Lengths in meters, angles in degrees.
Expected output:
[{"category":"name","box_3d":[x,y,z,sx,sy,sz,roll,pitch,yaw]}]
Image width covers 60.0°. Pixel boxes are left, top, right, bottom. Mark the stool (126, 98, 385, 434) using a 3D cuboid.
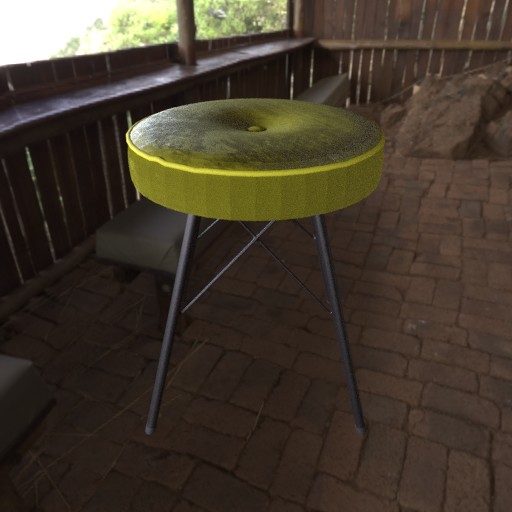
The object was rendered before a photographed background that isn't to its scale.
[{"category":"stool","box_3d":[0.000,0.000,0.836,0.409,0.508,0.409,0,31,0]}]
